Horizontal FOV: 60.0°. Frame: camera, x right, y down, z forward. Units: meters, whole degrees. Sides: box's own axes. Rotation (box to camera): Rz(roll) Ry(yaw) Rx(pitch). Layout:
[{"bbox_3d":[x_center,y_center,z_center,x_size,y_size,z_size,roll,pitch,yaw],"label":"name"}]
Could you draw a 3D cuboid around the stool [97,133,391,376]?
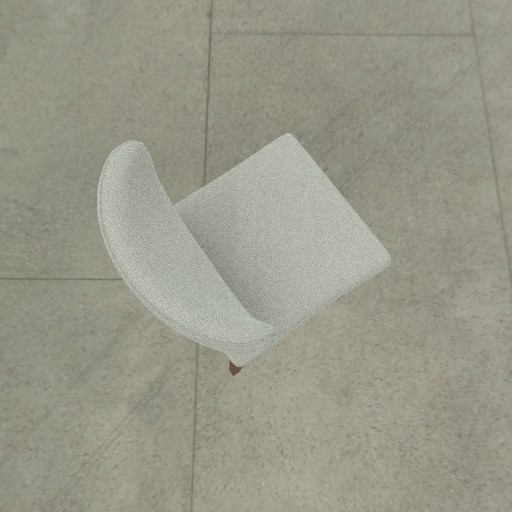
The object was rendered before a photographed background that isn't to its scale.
[{"bbox_3d":[0.000,0.000,1.253,0.568,0.969,0.481,-34,77,-9],"label":"stool"}]
